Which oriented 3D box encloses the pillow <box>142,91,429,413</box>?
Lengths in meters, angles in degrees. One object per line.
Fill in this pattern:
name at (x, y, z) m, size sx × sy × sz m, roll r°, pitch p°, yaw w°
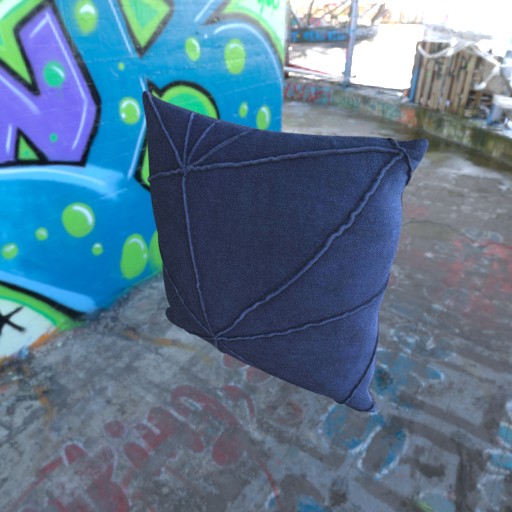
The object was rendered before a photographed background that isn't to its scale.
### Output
pillow at (0.000, 0.000, 0.677) m, size 0.439 × 0.440 × 0.183 m, roll 19°, pitch 35°, yaw 29°
